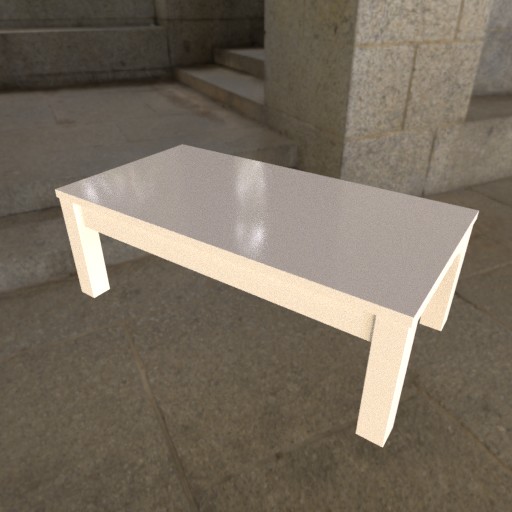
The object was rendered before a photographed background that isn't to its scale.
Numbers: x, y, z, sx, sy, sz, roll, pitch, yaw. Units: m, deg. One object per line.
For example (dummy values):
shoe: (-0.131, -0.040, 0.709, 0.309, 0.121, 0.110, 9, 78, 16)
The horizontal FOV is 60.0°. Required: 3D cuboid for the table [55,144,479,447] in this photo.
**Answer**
table: (0.000, 0.000, 1.700, 1.350, 0.470, 0.700, 19, 36, 29)
